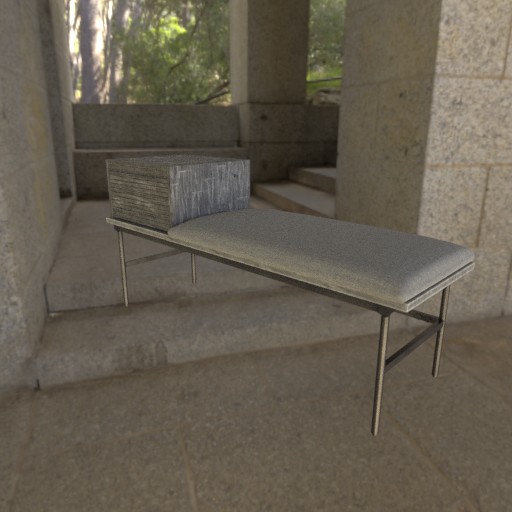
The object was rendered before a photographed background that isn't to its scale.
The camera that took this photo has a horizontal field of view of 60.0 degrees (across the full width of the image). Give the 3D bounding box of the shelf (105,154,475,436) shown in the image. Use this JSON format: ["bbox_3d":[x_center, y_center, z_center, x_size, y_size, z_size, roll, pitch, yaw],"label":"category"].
[{"bbox_3d":[0.000,0.000,1.600,1.342,0.633,0.457,16,23,41],"label":"shelf"}]
